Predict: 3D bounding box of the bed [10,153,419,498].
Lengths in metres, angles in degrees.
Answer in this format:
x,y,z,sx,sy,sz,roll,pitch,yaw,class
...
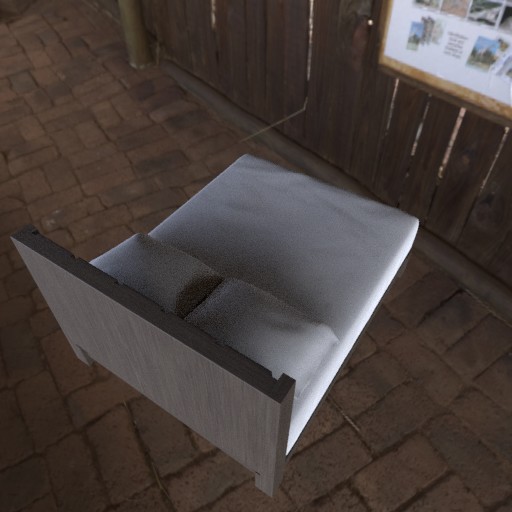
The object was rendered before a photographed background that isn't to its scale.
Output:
x,y,z,sx,sy,sz,roll,pitch,yaw,class
0.000,0.000,3.186,1.727,1.270,2.242,26,52,22,bed
